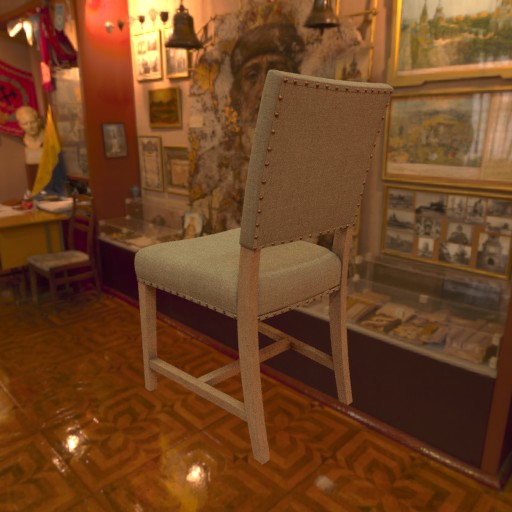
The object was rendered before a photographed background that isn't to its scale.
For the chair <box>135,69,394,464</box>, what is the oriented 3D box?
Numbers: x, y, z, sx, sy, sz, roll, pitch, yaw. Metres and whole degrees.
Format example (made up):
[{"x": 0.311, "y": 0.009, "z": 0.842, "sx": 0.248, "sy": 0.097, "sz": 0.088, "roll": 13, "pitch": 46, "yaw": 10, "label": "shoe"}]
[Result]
[{"x": 0.000, "y": 0.000, "z": 1.367, "sx": 0.508, "sy": 0.986, "sz": 0.622, "roll": -15, "pitch": 22, "yaw": -41, "label": "chair"}]
